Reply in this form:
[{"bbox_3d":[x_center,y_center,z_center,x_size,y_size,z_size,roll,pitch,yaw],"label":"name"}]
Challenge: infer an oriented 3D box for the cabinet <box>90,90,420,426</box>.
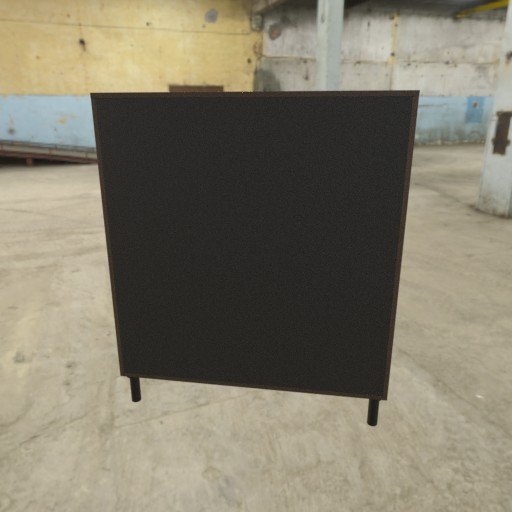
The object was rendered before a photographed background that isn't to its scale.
[{"bbox_3d":[0.000,0.000,1.706,1.010,1.170,0.400,3,18,8],"label":"cabinet"}]
